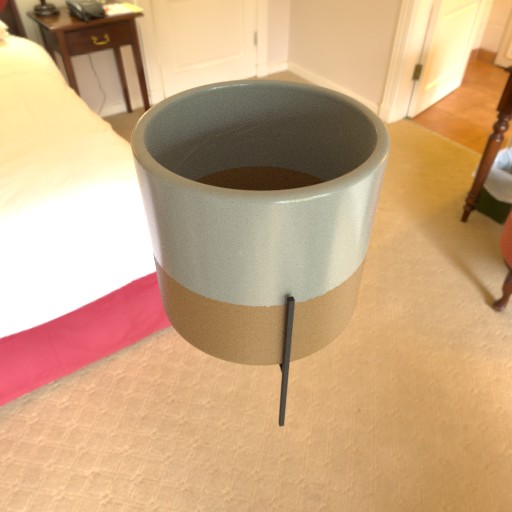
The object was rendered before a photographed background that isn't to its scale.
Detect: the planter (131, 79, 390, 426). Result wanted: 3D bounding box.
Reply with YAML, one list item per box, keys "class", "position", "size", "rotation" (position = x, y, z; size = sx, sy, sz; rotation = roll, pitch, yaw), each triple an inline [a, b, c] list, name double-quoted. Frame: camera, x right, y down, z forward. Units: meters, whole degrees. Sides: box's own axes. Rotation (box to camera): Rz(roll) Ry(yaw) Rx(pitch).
- class: "planter"
  position: [0.000, 0.000, 0.759]
  size: [0.360, 0.480, 0.348]
  rotation: [12, 43, 13]
